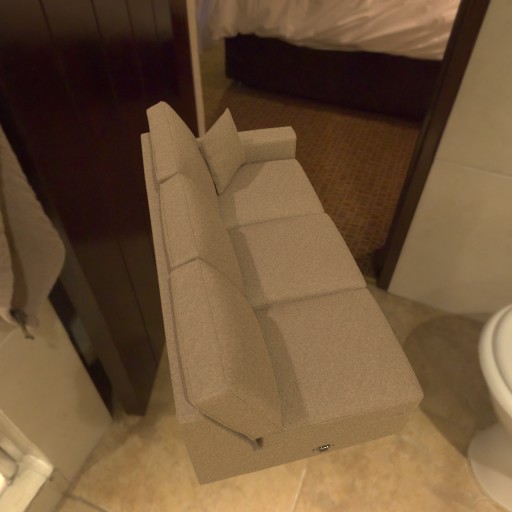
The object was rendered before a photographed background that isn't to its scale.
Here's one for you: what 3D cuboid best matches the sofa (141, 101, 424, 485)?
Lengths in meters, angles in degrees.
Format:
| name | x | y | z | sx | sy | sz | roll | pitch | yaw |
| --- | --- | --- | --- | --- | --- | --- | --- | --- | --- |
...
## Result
| name | x | y | z | sx | sy | sz | roll | pitch | yaw |
| --- | --- | --- | --- | --- | --- | --- | --- | --- | --- |
| sofa | 0.000 | 0.000 | 2.434 | 1.034 | 0.946 | 1.963 | -10 | 48 | -9 |
